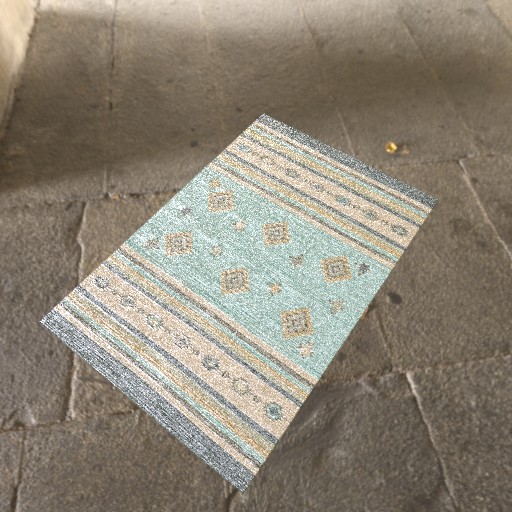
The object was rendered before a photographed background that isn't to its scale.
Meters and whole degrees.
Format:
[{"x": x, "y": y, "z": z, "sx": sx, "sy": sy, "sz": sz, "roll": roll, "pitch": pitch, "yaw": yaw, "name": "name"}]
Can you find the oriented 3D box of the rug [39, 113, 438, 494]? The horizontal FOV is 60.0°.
[{"x": 0.000, "y": 0.000, "z": 2.295, "sx": 1.212, "sy": 0.010, "sz": 1.811, "roll": 32, "pitch": 63, "yaw": 18, "name": "rug"}]
